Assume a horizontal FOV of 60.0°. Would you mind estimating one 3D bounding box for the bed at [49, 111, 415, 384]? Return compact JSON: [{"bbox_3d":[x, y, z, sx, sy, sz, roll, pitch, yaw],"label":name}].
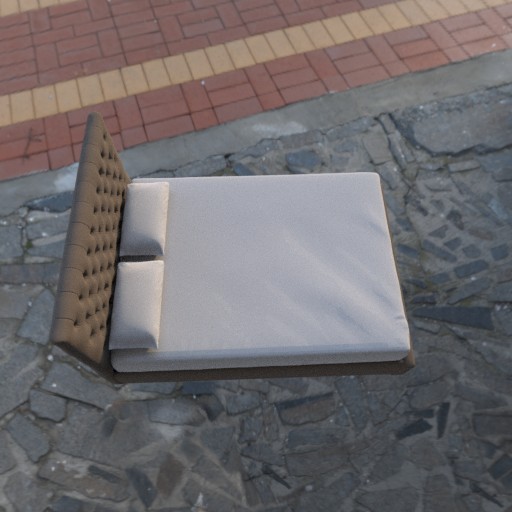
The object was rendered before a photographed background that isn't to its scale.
[{"bbox_3d":[0.000,0.000,3.444,2.387,1.427,1.698,-2,64,-1],"label":"bed"}]
